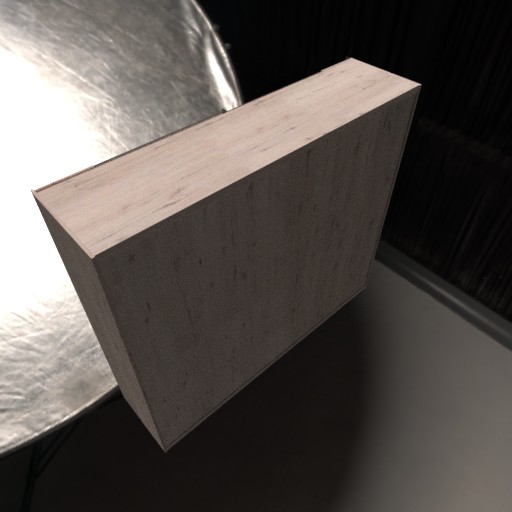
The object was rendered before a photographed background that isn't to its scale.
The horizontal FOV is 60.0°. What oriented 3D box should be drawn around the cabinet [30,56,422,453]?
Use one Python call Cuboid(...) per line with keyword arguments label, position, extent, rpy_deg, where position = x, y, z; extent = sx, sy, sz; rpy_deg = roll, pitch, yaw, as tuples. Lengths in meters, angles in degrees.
Cuboid(label="cabinet", position=(0.000, 0.000, 3.435), extent=(2.500, 2.180, 0.660), rpy_deg=(-33, 54, -28))
